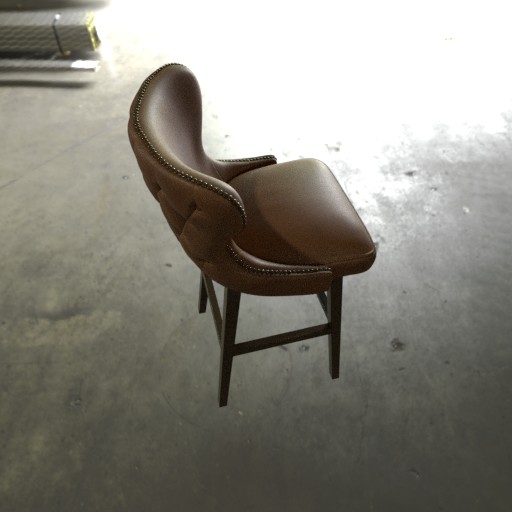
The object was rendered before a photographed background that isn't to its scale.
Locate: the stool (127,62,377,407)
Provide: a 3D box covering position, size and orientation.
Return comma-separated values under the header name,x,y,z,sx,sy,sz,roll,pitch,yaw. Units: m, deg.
name,x,y,z,sx,sy,sz,roll,pitch,yaw
stool,0.000,0.000,1.445,0.606,1.087,0.591,-11,49,-10
